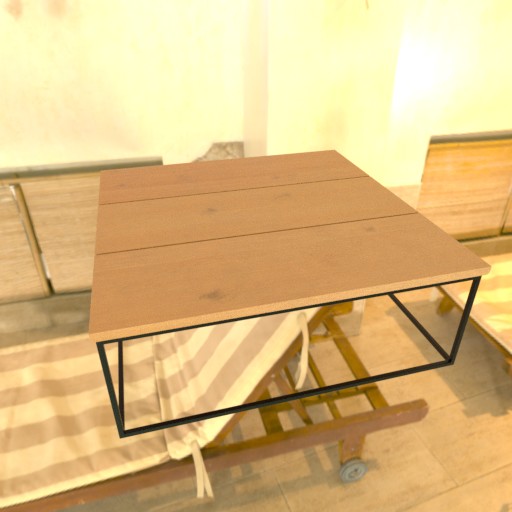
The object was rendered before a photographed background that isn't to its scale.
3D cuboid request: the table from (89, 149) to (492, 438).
[{"bbox_3d":[0.000,0.000,1.702,1.100,0.400,1.100,-8,32,-13],"label":"table"}]
